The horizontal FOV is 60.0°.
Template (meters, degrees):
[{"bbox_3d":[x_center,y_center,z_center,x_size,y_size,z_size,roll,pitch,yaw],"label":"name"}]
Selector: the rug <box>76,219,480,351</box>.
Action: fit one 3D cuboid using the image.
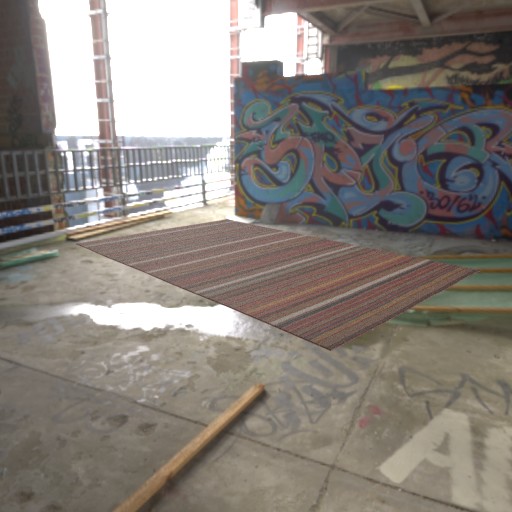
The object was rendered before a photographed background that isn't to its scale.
[{"bbox_3d":[0.000,0.000,3.076,1.523,0.008,2.438,-14,20,-42],"label":"rug"}]
